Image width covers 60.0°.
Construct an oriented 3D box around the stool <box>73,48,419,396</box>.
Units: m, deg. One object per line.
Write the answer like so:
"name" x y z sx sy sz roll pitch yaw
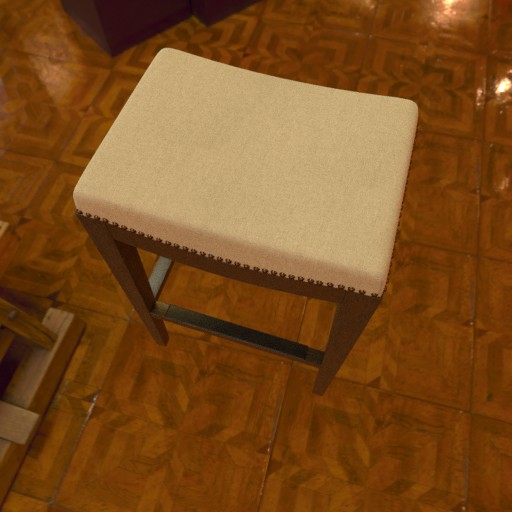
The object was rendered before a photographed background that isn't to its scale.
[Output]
"stool" 0.000 0.000 1.012 0.498 0.759 0.358 16 63 8
